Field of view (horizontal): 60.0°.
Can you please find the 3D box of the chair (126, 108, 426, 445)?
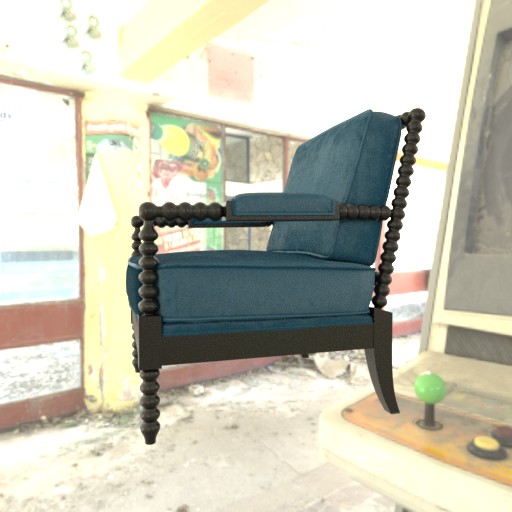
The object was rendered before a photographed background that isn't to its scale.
[{"bbox_3d":[0.000,0.000,1.424,0.805,0.857,0.688,-1,2,-17],"label":"chair"}]
